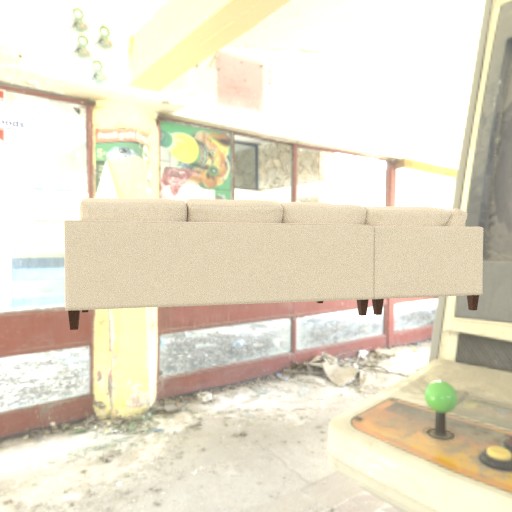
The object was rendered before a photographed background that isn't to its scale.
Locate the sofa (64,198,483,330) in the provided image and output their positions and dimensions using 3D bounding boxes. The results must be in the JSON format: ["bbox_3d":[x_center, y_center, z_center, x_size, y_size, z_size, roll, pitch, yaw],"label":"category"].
[{"bbox_3d":[0.000,0.000,4.318,3.182,0.863,2.432,0,1,-16],"label":"sofa"}]
